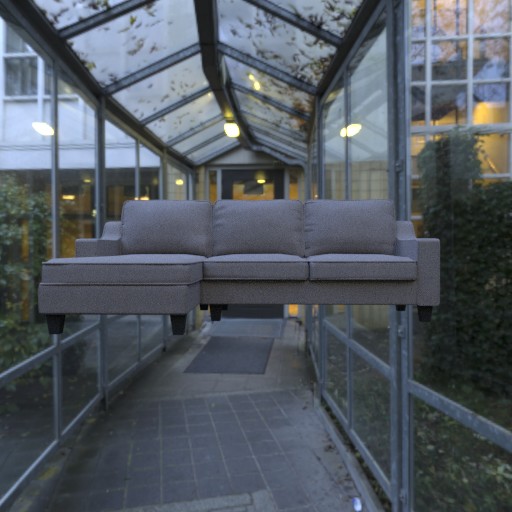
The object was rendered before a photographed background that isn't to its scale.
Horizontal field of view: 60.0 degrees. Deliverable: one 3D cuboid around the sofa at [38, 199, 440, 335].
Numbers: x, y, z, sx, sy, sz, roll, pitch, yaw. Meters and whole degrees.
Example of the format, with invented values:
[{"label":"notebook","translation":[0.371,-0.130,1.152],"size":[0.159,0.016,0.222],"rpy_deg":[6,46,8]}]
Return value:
[{"label":"sofa","translation":[0.000,0.000,3.220],"size":[2.561,0.928,1.294],"rpy_deg":[0,1,1]}]
